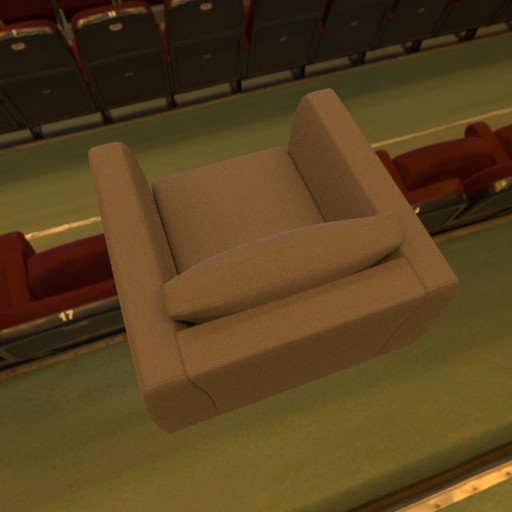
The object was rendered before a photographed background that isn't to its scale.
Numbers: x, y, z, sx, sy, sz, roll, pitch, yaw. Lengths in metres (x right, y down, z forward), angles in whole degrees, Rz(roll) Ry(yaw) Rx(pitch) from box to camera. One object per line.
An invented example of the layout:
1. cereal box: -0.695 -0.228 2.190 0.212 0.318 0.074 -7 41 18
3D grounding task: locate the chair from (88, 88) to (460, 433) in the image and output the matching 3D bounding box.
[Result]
1. chair: 0.000 0.000 1.661 1.000 0.860 0.930 -17 62 -10
